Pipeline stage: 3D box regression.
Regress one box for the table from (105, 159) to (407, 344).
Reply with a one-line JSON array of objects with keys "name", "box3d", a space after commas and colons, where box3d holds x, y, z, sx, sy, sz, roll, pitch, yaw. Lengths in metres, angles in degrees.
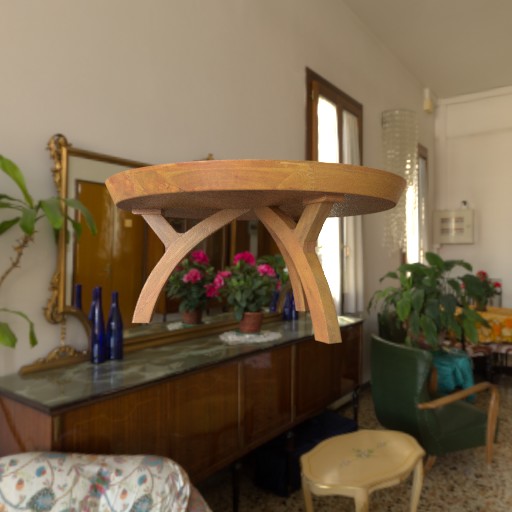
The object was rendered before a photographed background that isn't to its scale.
[{"name": "table", "box3d": [0.000, 0.000, 1.574, 1.016, 0.470, 1.016, 0, 0, 0]}]
